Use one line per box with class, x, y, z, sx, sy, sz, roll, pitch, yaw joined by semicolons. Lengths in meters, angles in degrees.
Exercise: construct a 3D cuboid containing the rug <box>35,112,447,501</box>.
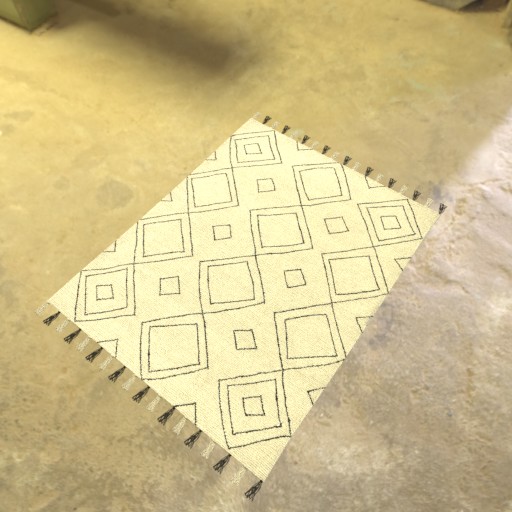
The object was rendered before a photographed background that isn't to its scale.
rug;0.000;0.000;4.091;2.342;0.026;3.221;32;63;19
